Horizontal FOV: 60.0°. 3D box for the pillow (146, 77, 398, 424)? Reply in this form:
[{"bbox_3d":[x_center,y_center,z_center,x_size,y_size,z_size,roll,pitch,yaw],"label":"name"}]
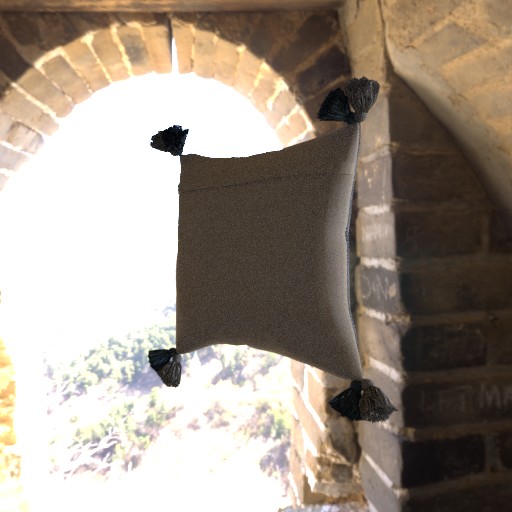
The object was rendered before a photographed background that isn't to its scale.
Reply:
[{"bbox_3d":[0.000,0.000,0.938,0.614,0.634,0.138,0,0,37],"label":"pillow"}]
